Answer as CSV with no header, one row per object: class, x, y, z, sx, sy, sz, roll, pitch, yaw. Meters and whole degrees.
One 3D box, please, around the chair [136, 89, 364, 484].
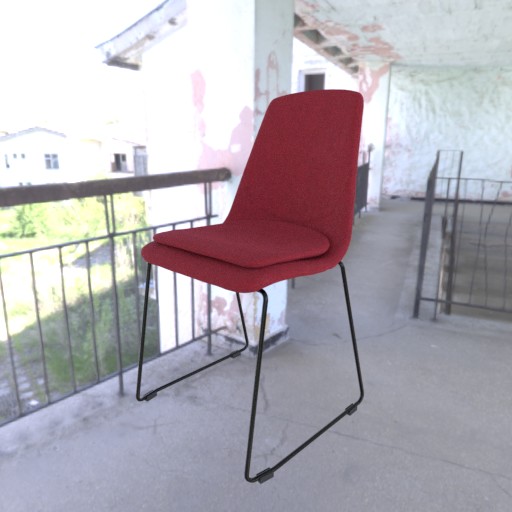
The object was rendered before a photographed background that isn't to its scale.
chair,0.000,0.000,1.170,0.479,0.858,0.518,14,21,42
